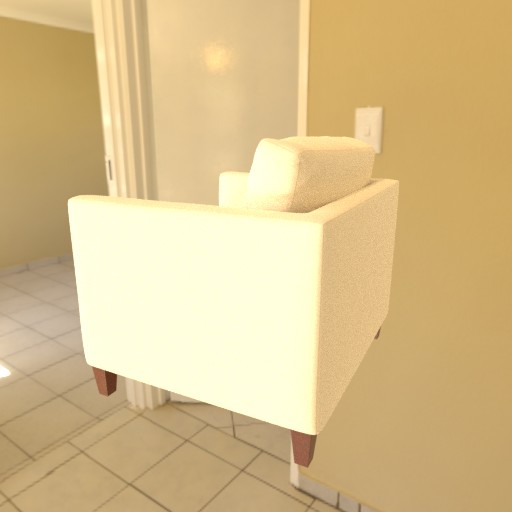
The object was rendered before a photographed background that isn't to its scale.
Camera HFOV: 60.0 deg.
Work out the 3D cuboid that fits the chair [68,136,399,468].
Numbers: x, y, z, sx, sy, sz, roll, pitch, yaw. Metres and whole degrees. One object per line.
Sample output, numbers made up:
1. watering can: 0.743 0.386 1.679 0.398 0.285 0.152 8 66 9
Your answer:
1. chair: 0.000 0.000 1.686 0.878 0.885 1.019 8 18 26
